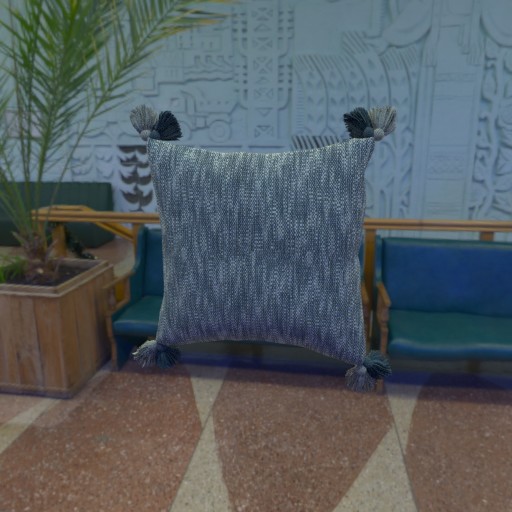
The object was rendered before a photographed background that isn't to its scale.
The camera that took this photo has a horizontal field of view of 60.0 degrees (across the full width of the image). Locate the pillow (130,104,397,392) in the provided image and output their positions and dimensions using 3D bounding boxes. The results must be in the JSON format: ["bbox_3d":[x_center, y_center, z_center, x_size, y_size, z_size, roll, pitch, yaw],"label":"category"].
[{"bbox_3d":[0.000,0.000,0.957,0.614,0.634,0.138,2,14,9],"label":"pillow"}]
